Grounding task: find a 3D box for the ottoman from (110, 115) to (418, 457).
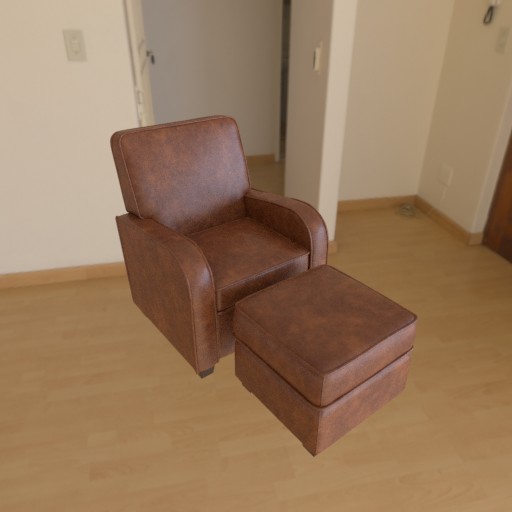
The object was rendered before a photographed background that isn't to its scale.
[{"bbox_3d":[0.000,0.000,1.868,0.732,0.904,1.314,-21,36,-32],"label":"ottoman"}]
